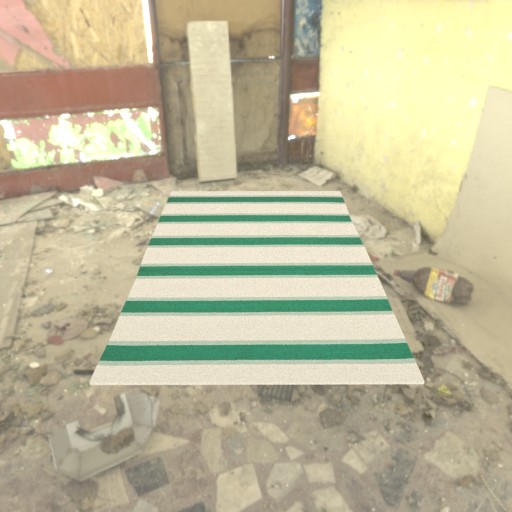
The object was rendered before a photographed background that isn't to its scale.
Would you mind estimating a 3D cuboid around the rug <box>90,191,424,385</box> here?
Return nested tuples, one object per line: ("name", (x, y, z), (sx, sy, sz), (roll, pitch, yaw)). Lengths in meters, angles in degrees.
("rug", (0.000, 0.000, 2.385), (1.210, 0.012, 1.829), (0, 30, 0))
